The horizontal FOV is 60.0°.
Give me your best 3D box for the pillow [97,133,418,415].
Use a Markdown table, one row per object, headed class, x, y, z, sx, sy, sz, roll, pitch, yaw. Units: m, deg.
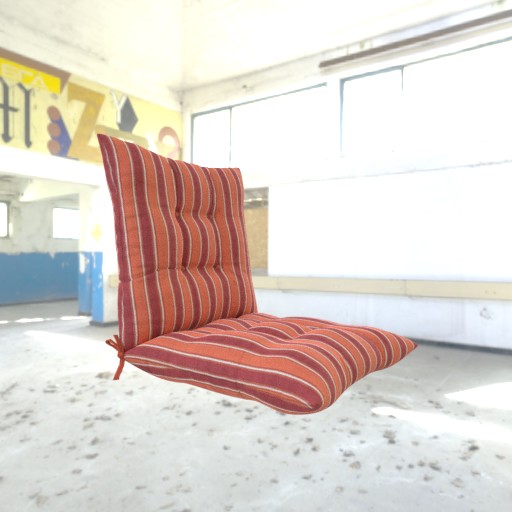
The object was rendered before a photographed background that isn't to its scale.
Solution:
| class | x | y | z | sx | sy | sz | roll | pitch | yaw |
| --- | --- | --- | --- | --- | --- | --- | --- | --- | --- |
| pillow | 0.000 | 0.000 | 1.016 | 0.585 | 0.536 | 0.541 | 0 | 1 | 36 |
